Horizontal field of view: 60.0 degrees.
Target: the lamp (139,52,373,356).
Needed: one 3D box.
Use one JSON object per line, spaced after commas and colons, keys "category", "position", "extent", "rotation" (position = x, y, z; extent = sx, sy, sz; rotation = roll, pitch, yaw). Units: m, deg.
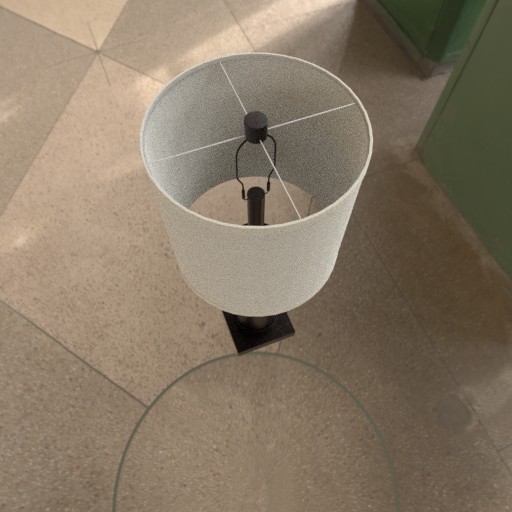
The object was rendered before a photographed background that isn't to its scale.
{"category": "lamp", "position": [0.000, 0.000, 0.614], "extent": [0.211, 0.509, 0.211], "rotation": [-19, 64, -10]}
